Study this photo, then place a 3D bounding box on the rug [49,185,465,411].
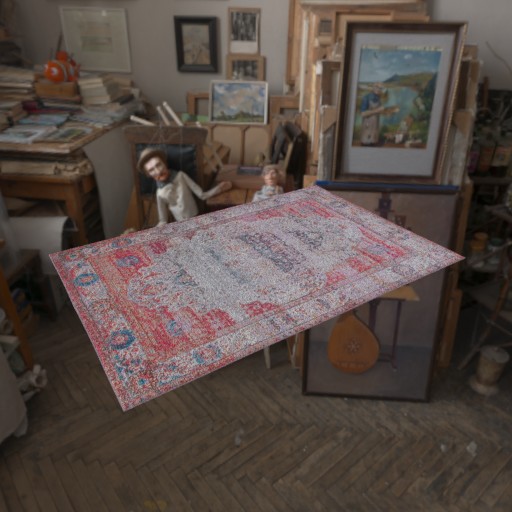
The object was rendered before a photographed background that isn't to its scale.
[{"bbox_3d":[0.000,0.000,2.334,1.829,0.006,1.219,-18,35,-28],"label":"rug"}]
